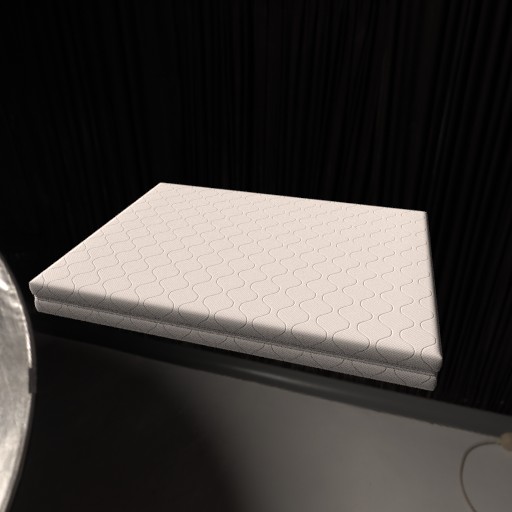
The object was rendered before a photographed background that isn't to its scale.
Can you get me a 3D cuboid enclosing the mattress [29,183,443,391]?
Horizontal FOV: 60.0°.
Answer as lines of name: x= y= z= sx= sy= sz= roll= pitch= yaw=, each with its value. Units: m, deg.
mattress: x=0.000 y=0.000 z=2.543 sx=1.900 sy=0.200 sz=1.400 roll=8 pitch=31 yaw=14
